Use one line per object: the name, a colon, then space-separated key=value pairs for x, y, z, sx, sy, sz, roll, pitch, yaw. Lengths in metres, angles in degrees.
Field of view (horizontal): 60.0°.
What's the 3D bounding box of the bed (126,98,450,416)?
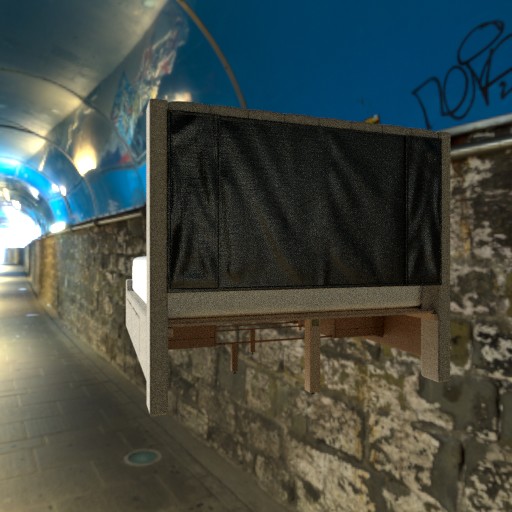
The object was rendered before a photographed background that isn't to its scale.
bed: x=0.000 y=0.000 z=3.839 sx=2.044 sy=1.748 sz=2.372 roll=0 pitch=0 yaw=-19
